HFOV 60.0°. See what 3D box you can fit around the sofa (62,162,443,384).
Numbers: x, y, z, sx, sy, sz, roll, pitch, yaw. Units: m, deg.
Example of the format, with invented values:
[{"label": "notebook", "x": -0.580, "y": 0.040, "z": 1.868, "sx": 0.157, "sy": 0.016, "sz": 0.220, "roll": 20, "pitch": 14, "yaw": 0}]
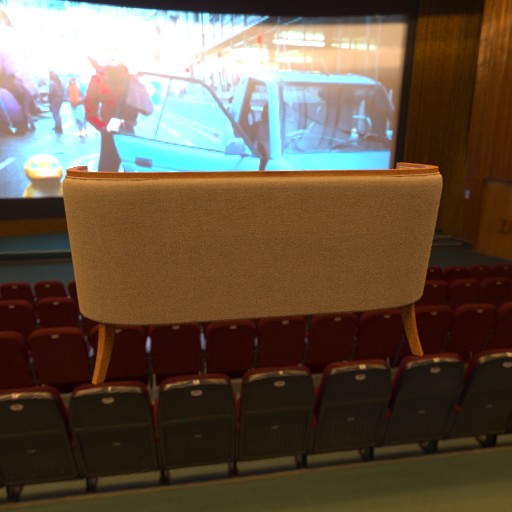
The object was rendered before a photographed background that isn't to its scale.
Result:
[{"label": "sofa", "x": 0.000, "y": 0.000, "z": 1.932, "sx": 1.474, "sy": 0.775, "sz": 0.770, "roll": -3, "pitch": 15, "yaw": -10}]
